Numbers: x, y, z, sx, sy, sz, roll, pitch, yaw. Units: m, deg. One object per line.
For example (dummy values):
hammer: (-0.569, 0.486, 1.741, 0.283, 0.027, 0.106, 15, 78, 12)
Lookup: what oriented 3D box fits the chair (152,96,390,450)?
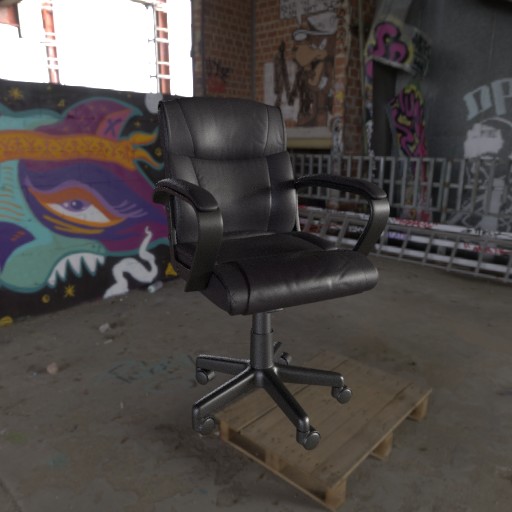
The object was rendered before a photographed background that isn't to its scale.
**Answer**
chair: (0.000, 0.000, 1.402, 0.576, 0.998, 0.641, -7, 16, -26)
